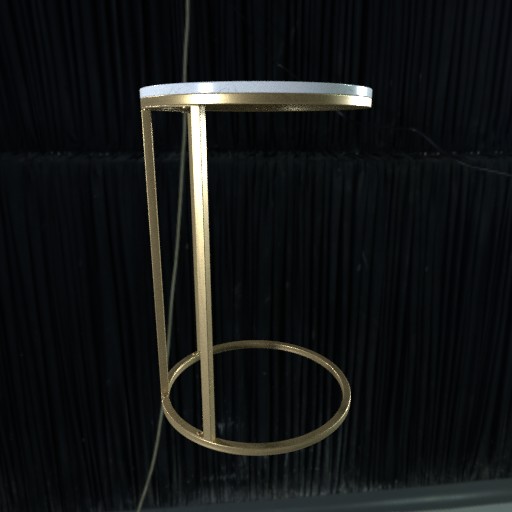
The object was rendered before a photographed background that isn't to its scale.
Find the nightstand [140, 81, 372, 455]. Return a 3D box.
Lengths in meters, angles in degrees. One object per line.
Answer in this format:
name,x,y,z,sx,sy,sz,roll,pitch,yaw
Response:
nightstand,0.000,0.000,0.874,0.400,0.610,0.400,-3,17,-9
